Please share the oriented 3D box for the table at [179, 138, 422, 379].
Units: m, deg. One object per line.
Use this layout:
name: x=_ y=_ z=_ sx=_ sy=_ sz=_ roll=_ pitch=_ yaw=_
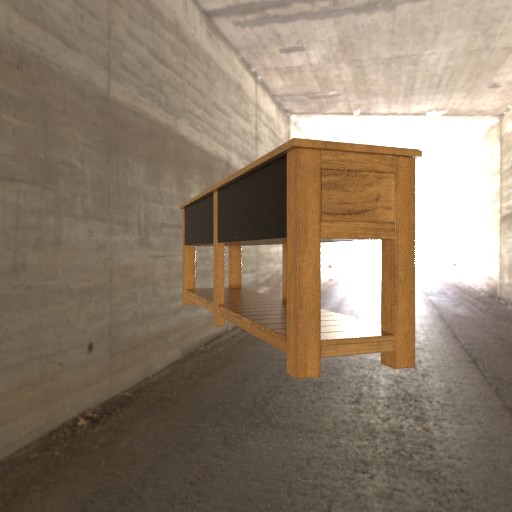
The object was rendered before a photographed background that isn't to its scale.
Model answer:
table: x=0.000 y=0.000 z=2.077 sx=0.425 sy=0.635 sz=1.815 roll=0 pitch=1 yaw=-19
